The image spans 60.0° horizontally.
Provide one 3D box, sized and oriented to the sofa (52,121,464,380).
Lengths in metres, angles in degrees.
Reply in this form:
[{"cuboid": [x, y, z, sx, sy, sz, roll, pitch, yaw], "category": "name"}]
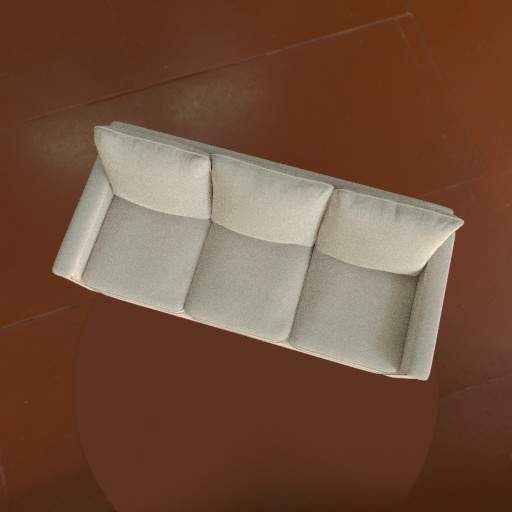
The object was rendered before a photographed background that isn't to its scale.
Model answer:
[{"cuboid": [0.000, 0.000, 2.384, 1.925, 0.961, 0.828, 15, 76, 4], "category": "sofa"}]
